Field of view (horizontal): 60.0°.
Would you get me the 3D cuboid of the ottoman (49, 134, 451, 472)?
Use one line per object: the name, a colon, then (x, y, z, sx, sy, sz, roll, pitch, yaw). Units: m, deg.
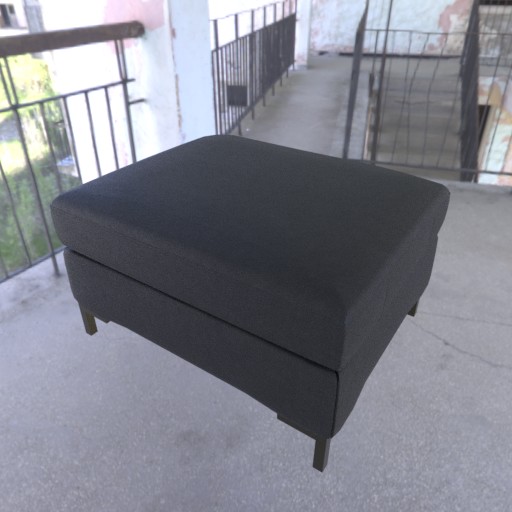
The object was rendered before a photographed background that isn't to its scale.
ottoman: (0.000, 0.000, 1.781, 1.187, 0.696, 0.967, 20, 37, 29)
